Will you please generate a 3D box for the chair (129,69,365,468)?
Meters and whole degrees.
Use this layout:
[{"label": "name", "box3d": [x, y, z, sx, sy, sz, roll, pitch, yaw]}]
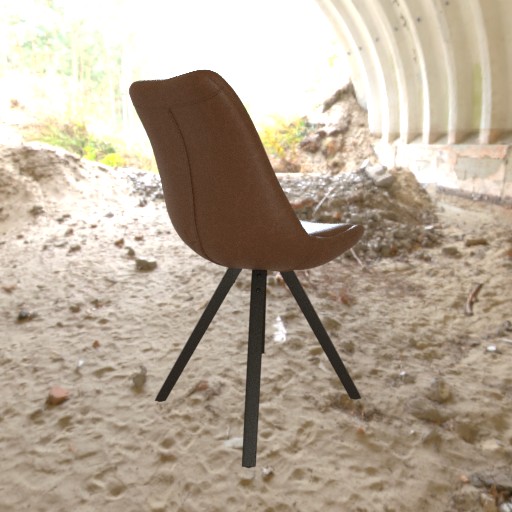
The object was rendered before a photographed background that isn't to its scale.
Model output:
[{"label": "chair", "box3d": [0.000, 0.000, 1.179, 0.550, 0.850, 0.475, -13, 19, -42]}]
